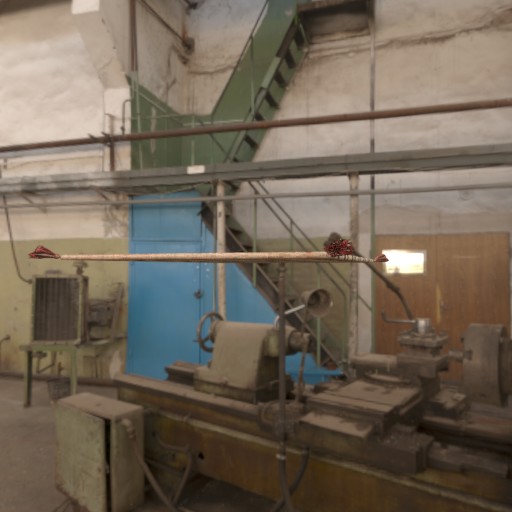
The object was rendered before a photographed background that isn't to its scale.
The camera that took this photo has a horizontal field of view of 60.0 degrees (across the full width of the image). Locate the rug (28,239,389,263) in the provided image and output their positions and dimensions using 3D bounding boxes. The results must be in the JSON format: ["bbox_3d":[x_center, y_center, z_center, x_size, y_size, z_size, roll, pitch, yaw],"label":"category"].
[{"bbox_3d":[0.000,0.000,2.645,1.444,0.067,2.069,0,-1,19],"label":"rug"}]
